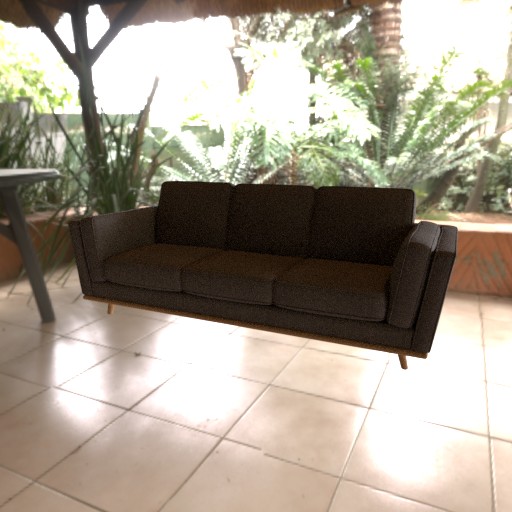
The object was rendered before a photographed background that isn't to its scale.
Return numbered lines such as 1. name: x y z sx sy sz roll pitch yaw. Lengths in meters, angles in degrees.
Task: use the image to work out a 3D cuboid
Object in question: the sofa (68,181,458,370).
1. sofa: 0.000 0.000 2.887 2.362 0.899 0.903 6 14 24
